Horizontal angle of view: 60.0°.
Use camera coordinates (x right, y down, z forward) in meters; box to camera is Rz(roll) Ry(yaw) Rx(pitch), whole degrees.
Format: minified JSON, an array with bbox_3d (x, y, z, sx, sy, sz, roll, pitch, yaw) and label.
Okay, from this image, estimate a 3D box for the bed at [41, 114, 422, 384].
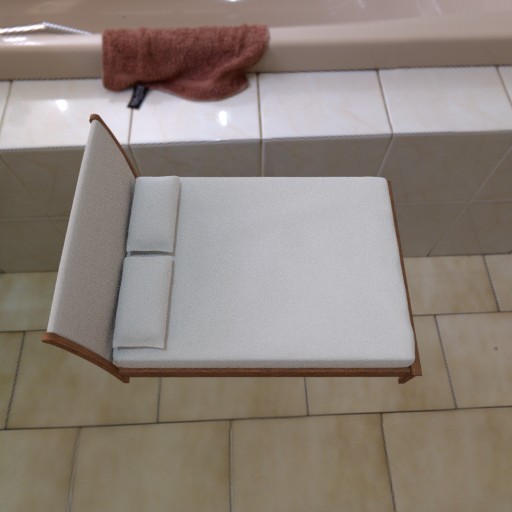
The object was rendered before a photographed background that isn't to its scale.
[{"bbox_3d":[0.000,0.000,2.971,2.108,1.135,1.502,0,64,0],"label":"bed"}]
